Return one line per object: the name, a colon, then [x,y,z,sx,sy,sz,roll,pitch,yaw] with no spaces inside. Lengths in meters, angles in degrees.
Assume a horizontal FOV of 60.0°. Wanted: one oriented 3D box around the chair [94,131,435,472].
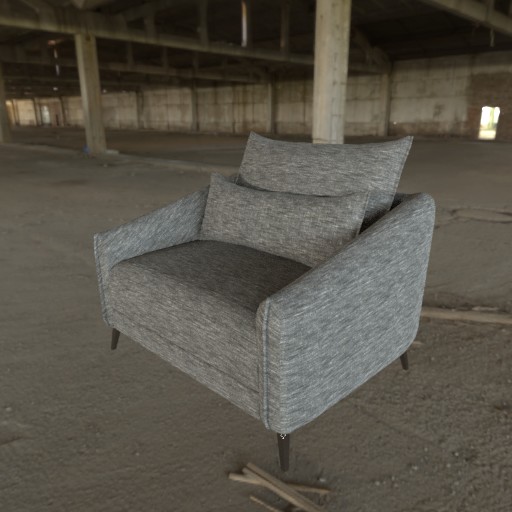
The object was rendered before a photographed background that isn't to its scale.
chair: [0.000,0.000,1.606,1.004,0.842,0.805,17,24,42]
